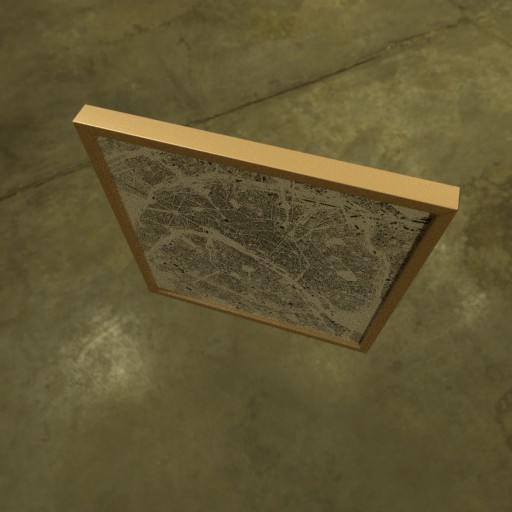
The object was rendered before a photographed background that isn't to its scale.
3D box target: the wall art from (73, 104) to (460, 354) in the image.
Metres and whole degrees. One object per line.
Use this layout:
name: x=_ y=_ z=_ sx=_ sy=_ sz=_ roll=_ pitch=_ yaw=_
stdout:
wall art: x=0.000 y=0.000 z=0.785 sx=0.509 sy=0.509 sz=0.036 roll=15 pitch=60 yaw=9
